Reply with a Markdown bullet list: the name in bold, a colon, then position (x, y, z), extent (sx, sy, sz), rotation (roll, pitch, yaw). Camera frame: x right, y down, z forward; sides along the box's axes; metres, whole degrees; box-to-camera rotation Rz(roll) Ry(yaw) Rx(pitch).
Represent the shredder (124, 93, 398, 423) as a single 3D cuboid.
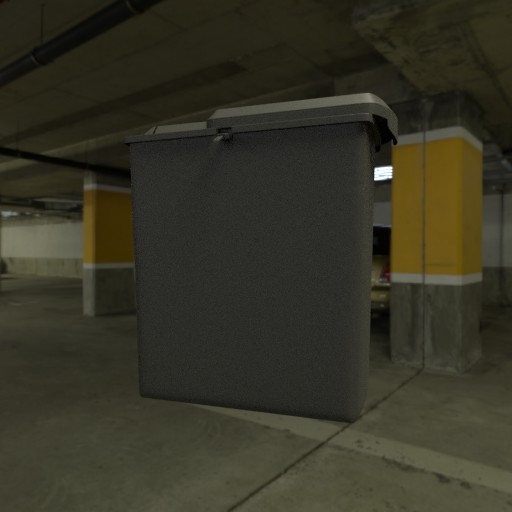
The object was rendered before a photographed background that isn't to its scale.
- **shredder**: position (0.000, 0.000, 0.528), extent (0.320, 0.335, 0.170), rotation (0, 1, 19)
